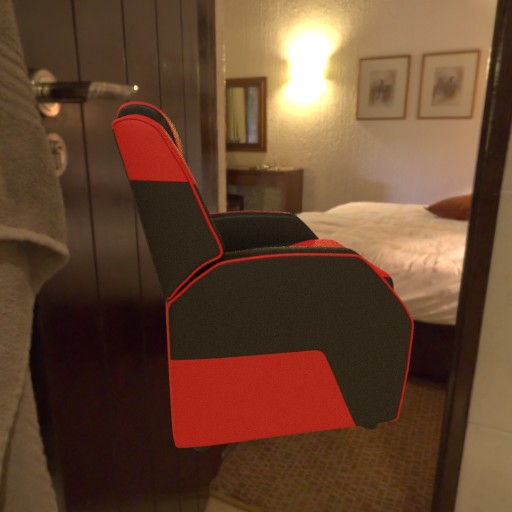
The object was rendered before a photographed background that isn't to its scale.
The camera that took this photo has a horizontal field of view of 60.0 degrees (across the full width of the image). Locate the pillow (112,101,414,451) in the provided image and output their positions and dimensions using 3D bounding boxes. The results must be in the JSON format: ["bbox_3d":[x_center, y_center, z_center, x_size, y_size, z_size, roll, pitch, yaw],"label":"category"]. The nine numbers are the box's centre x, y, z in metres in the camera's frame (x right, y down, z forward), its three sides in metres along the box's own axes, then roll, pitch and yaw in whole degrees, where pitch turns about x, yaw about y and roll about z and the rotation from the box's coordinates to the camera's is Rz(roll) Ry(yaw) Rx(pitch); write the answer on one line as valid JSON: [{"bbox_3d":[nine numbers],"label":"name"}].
[{"bbox_3d":[0.000,0.000,1.262,0.672,0.805,0.620,-3,15,-10],"label":"pillow"}]
